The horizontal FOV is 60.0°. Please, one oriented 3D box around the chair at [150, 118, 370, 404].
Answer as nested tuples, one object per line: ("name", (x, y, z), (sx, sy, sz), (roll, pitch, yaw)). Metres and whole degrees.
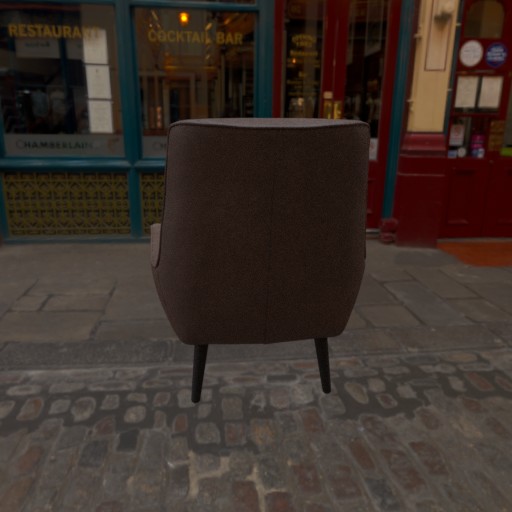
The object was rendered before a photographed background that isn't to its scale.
("chair", (0.000, 0.000, 1.532), (0.787, 0.888, 0.824), (-2, 15, -7))
